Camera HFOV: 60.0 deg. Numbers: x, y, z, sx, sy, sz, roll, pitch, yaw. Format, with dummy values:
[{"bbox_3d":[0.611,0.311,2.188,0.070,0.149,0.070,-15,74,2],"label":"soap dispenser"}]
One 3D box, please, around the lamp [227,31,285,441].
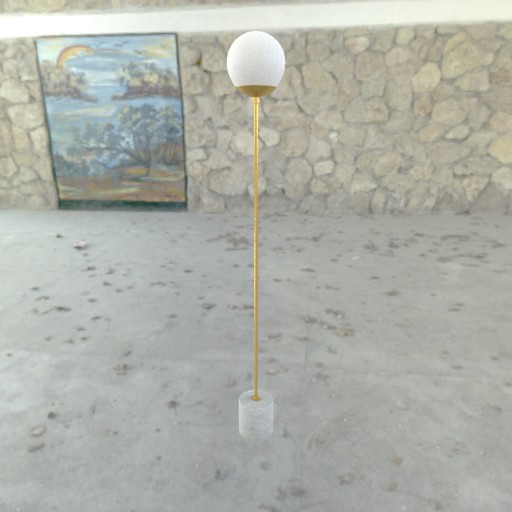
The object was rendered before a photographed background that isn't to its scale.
[{"bbox_3d":[0.000,0.000,1.905,0.224,1.753,0.224,2,16,8],"label":"lamp"}]
